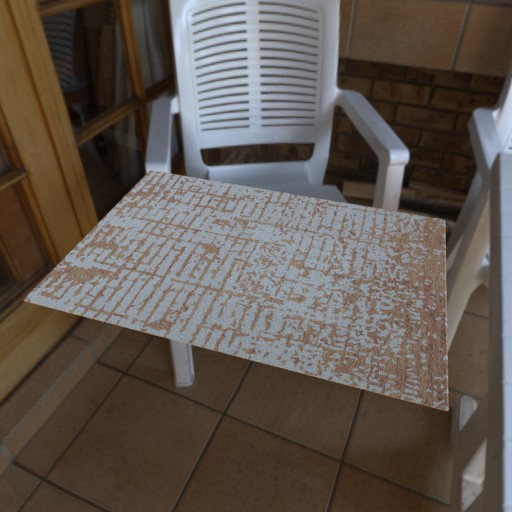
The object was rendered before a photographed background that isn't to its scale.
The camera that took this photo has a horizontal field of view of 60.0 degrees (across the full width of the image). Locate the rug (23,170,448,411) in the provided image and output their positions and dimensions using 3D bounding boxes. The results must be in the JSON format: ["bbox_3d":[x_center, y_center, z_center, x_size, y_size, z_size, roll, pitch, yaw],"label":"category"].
[{"bbox_3d":[0.000,0.000,2.239,1.829,0.011,1.219,12,42,13],"label":"rug"}]
